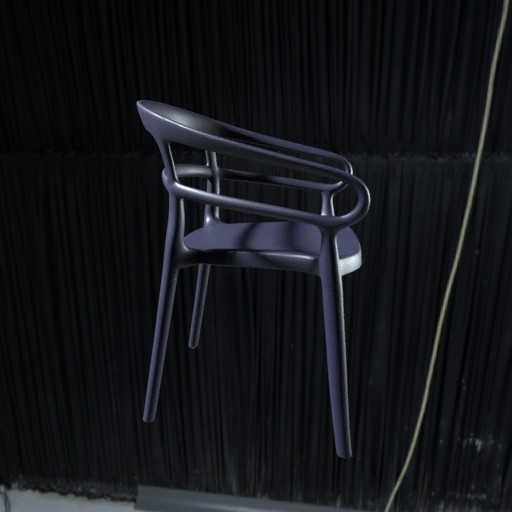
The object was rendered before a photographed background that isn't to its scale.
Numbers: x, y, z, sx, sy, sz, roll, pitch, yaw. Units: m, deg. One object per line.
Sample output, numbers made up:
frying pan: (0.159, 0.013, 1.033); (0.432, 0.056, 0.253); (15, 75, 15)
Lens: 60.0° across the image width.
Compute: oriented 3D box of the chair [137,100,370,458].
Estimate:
chair: (0.000, 0.000, 1.146); (0.527, 0.761, 0.559); (2, 16, 8)
